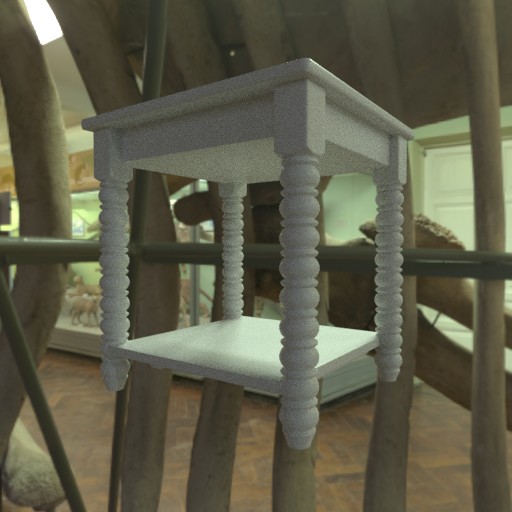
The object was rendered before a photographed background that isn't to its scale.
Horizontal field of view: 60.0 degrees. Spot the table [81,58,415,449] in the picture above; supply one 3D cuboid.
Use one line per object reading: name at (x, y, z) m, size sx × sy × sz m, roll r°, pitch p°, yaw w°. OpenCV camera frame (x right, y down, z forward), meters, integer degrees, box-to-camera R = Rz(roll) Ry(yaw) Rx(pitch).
table at (0.000, 0.000, 0.964) m, size 0.533 × 0.563 × 0.500 m, roll 1°, pitch 2°, yaw 36°
